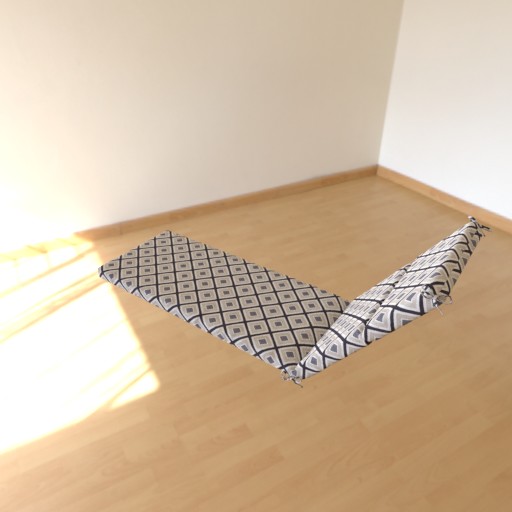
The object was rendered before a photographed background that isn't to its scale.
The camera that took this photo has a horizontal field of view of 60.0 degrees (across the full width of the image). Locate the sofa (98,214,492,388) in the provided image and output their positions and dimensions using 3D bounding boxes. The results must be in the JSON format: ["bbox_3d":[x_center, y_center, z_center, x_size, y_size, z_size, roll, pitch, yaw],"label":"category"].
[{"bbox_3d":[0.000,0.000,1.925,1.663,0.622,0.582,20,37,29],"label":"sofa"}]
